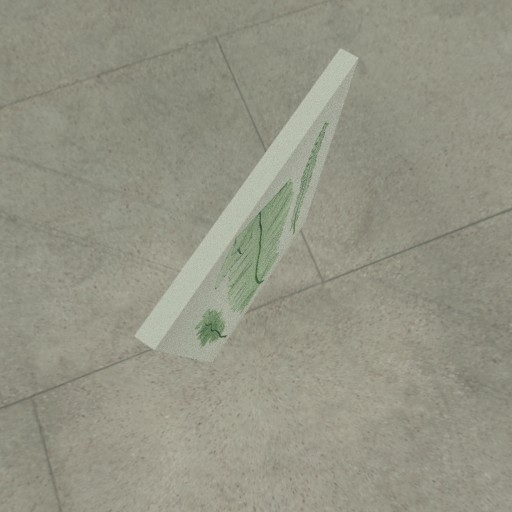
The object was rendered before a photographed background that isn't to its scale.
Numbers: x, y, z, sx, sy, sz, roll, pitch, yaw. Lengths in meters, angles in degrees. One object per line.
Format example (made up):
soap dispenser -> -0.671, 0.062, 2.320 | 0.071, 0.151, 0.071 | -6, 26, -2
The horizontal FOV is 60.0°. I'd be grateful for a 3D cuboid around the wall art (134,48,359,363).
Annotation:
wall art -> 0.000, 0.000, 1.170 | 0.038, 0.914, 0.610 | 32, 78, 8
